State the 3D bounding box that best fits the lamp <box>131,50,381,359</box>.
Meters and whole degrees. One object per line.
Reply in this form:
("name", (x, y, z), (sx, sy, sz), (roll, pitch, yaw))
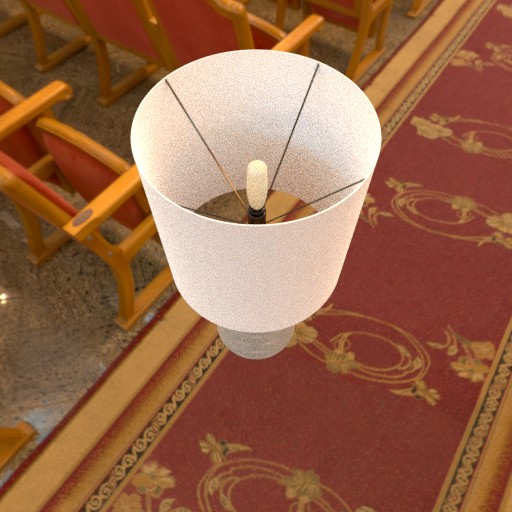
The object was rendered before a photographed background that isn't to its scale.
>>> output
("lamp", (0.000, 0.000, 0.545), (0.206, 0.416, 0.206), (31, 63, 18))
